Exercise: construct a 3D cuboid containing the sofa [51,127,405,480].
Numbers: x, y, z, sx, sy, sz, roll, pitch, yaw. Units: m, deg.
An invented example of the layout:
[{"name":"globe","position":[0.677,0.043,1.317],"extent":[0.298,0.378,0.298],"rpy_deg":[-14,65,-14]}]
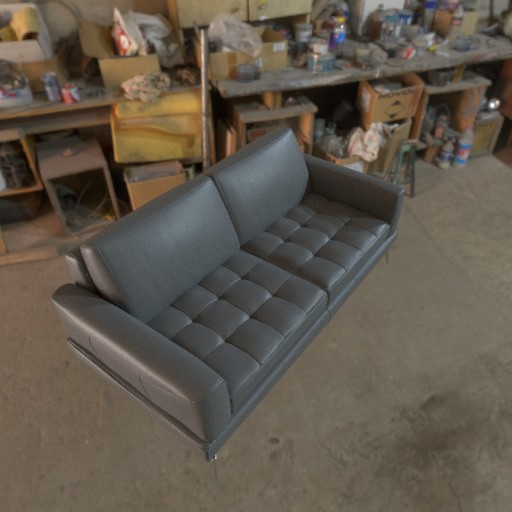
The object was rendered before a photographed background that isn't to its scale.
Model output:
[{"name":"sofa","position":[0.000,0.000,2.782],"extent":[1.121,0.930,2.177],"rpy_deg":[26,47,28]}]
